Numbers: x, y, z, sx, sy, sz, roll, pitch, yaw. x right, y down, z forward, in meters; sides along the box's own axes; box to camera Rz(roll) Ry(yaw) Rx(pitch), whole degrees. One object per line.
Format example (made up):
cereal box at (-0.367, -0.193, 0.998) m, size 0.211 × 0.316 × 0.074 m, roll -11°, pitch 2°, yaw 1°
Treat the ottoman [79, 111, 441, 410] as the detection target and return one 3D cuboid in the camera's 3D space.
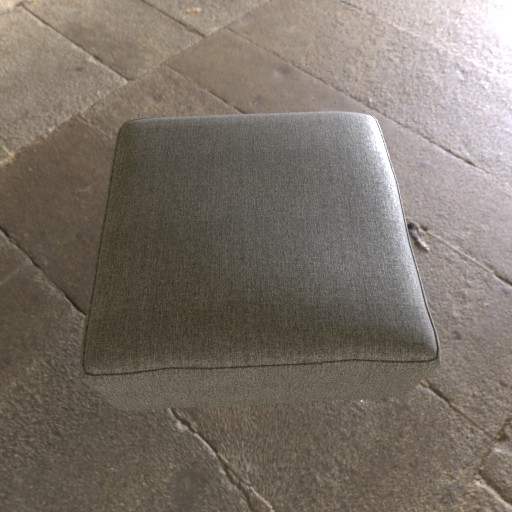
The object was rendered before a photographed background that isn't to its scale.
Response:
ottoman at (0.000, 0.000, 1.344) m, size 0.838 × 0.481 × 0.838 m, roll -2°, pitch 58°, yaw -1°
